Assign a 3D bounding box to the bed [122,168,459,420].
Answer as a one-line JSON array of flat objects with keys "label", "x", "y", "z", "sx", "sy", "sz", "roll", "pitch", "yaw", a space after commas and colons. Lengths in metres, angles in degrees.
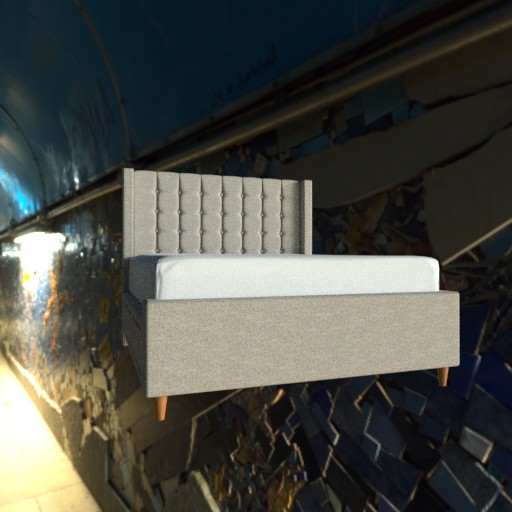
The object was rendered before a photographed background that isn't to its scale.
[{"label": "bed", "x": 0.000, "y": 0.000, "z": 3.722, "sx": 2.044, "sy": 1.748, "sz": 2.372, "roll": 0, "pitch": 0, "yaw": -20}]
